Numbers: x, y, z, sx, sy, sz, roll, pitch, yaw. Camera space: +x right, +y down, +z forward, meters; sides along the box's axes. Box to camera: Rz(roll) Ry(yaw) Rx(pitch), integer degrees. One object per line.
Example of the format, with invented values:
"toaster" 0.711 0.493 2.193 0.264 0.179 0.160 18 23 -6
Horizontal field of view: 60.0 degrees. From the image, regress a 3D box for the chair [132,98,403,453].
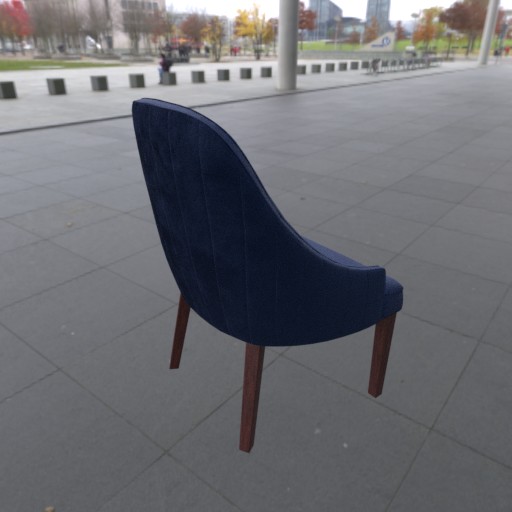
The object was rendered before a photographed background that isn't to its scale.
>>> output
"chair" 0.000 0.000 1.277 0.575 0.889 0.643 -18 31 -33
